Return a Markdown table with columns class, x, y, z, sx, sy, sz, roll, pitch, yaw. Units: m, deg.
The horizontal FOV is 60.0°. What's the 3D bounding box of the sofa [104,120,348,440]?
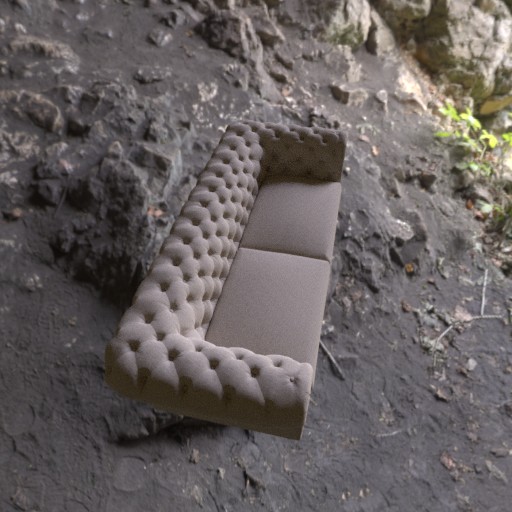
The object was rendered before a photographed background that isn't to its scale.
| class | x | y | z | sx | sy | sz | roll | pitch | yaw |
| --- | --- | --- | --- | --- | --- | --- | --- | --- | --- |
| sofa | 0.000 | 0.000 | 3.204 | 1.076 | 0.847 | 2.694 | 9 | 45 | 9 |
